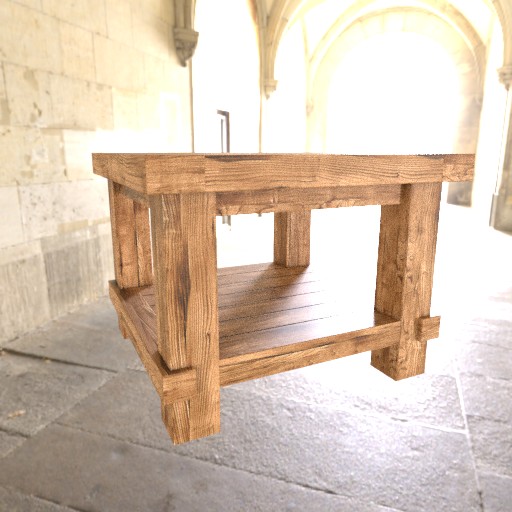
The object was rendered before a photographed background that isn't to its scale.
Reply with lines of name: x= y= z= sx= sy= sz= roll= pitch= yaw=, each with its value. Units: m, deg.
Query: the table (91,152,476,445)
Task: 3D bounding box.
table: x=0.000 y=0.000 z=1.011 sx=0.610 sy=0.457 sz=0.610 roll=-6 pitch=15 yaw=-25
